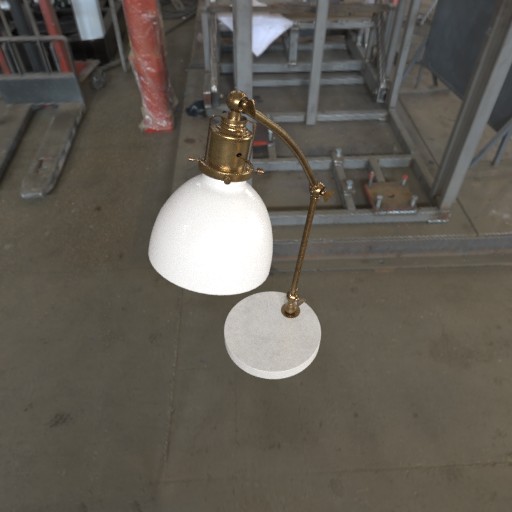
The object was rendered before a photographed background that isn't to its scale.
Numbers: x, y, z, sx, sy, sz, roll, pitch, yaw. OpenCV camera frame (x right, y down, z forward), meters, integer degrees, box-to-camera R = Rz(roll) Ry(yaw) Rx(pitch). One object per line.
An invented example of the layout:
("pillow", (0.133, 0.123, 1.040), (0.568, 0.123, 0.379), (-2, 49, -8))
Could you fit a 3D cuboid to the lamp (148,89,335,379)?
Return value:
("lamp", (0.000, 0.000, 0.657), (0.186, 0.522, 0.317), (33, 54, 28))
